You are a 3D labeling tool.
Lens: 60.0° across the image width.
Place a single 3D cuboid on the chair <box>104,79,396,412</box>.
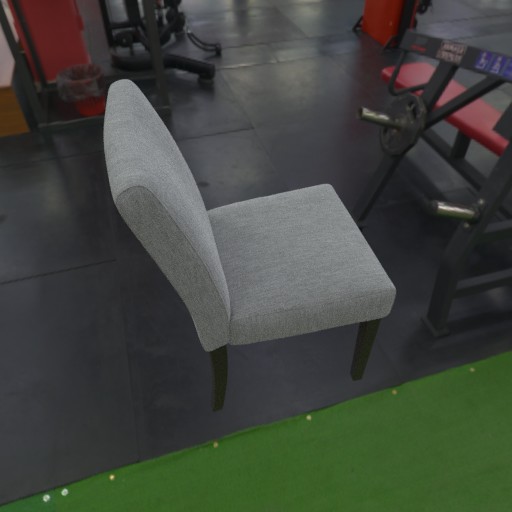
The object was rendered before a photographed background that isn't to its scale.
[{"bbox_3d":[0.000,0.000,1.236,0.629,0.884,0.487,-10,46,-10],"label":"chair"}]
